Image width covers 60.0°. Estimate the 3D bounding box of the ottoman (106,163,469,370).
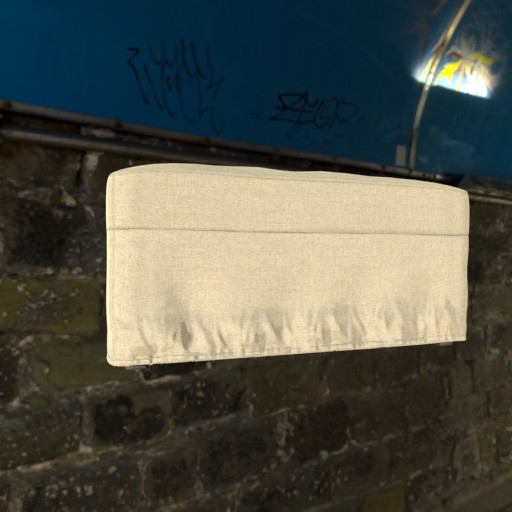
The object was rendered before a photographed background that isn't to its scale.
[{"bbox_3d":[0.000,0.000,1.320,0.843,0.436,0.840,0,0,-18],"label":"ottoman"}]
